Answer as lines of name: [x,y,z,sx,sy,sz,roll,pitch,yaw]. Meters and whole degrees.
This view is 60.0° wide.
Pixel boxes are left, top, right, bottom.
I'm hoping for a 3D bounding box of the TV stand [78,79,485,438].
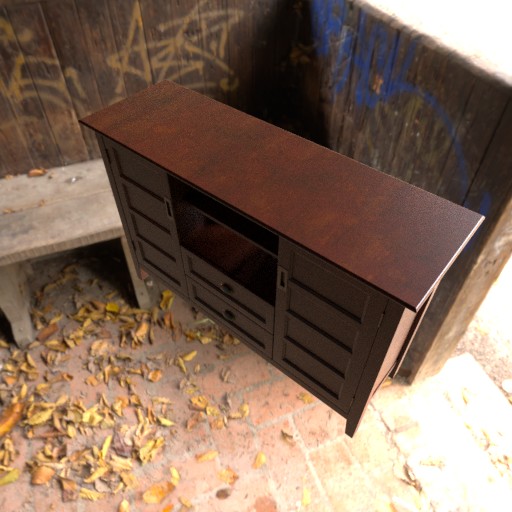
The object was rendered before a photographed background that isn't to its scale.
TV stand: [0.000,0.000,1.806,1.372,0.915,0.445,31,54,26]
